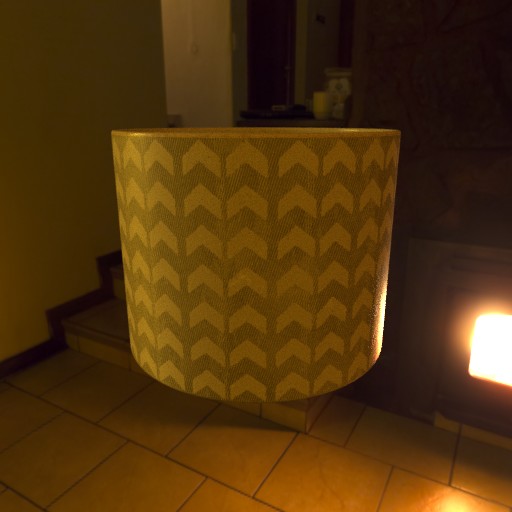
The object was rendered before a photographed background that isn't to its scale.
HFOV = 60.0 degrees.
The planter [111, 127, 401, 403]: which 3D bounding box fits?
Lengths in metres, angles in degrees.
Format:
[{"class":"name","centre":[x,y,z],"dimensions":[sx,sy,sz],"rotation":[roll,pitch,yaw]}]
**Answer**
[{"class":"planter","centre":[0.000,0.000,0.435],"dimensions":[0.250,0.239,0.250],"rotation":[0,17,0]}]
